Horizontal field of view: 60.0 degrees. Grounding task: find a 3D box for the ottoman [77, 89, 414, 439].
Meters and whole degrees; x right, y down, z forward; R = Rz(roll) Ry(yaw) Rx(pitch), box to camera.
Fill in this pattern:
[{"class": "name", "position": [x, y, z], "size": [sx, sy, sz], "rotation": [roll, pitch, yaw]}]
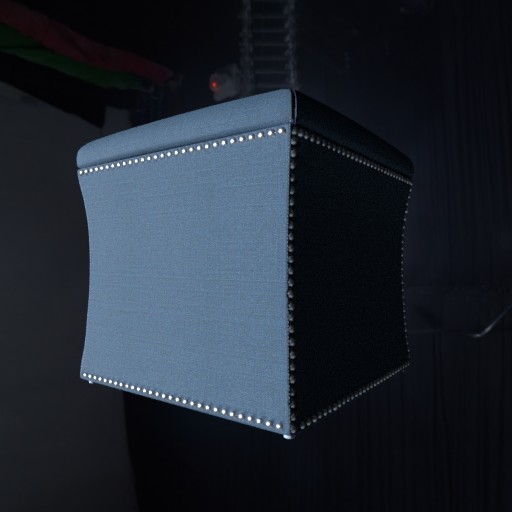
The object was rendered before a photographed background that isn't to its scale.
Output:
[{"class": "ottoman", "position": [0.000, 0.000, 0.879], "size": [0.497, 0.475, 0.507], "rotation": [0, -1, 36]}]
